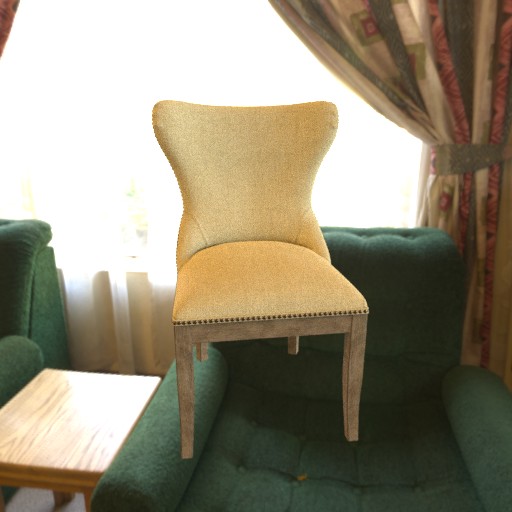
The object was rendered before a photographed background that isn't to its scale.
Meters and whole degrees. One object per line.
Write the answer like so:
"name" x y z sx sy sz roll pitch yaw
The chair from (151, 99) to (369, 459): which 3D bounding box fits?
"chair" 0.000 0.000 1.488 0.654 1.002 0.681 -3 18 -8
